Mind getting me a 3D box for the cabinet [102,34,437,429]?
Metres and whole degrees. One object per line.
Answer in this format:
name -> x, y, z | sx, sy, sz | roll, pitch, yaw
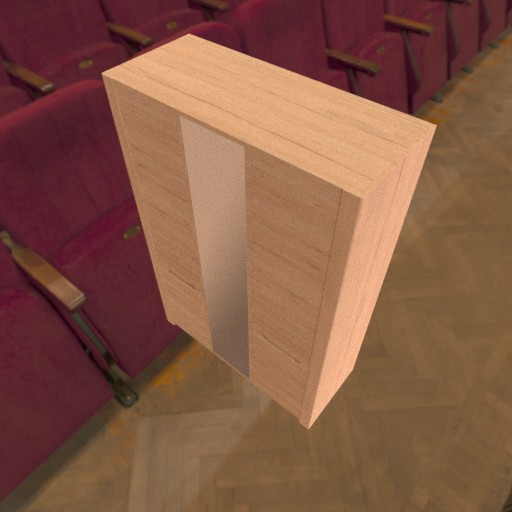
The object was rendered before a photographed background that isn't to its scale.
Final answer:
cabinet -> 0.000, 0.000, 2.695 | 1.400, 2.070, 0.580 | 32, 55, 25
